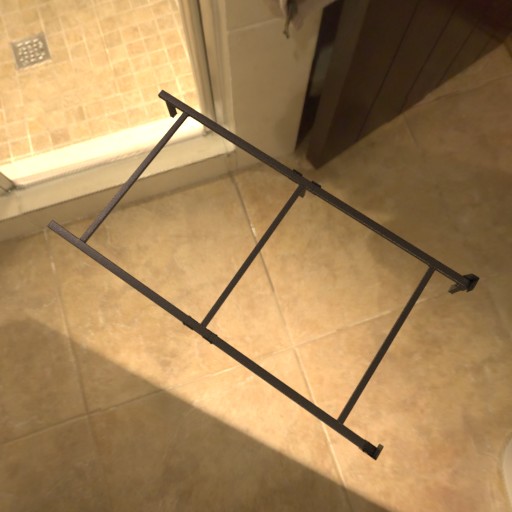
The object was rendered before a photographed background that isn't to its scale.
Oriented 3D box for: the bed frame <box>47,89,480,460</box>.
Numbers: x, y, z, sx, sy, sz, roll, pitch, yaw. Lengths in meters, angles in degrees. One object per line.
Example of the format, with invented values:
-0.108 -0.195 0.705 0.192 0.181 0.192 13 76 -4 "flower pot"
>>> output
0.000 0.000 2.241 1.897 0.248 0.968 34 78 8 "bed frame"
